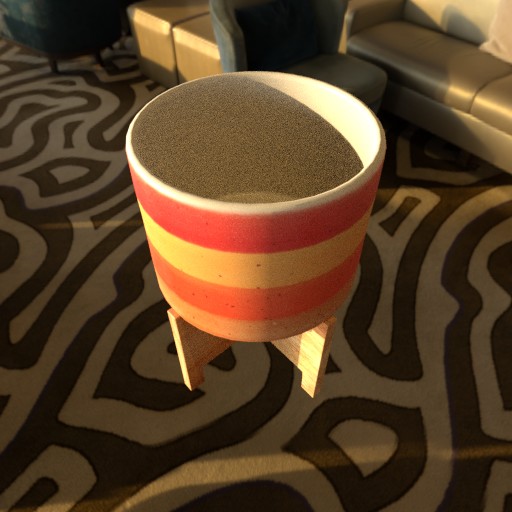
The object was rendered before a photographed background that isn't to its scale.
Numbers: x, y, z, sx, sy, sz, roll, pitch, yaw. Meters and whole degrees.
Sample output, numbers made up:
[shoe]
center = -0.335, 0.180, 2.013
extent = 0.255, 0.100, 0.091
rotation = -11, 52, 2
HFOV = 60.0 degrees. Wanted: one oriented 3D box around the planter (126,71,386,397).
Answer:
[planter]
center = 0.000, 0.000, 0.580
extent = 0.269, 0.379, 0.269
rotation = 0, 47, 0
